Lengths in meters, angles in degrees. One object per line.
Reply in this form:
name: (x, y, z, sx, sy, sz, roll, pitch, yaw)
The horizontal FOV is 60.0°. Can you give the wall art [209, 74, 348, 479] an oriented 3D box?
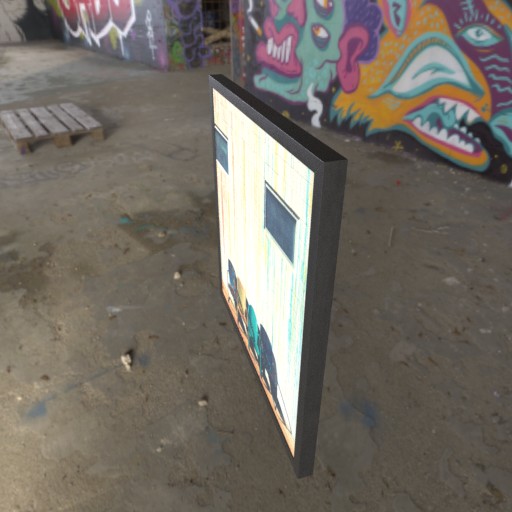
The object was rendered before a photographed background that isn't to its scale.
wall art: (0.000, 0.000, 1.144, 0.039, 0.763, 0.763, -9, 33, -15)
